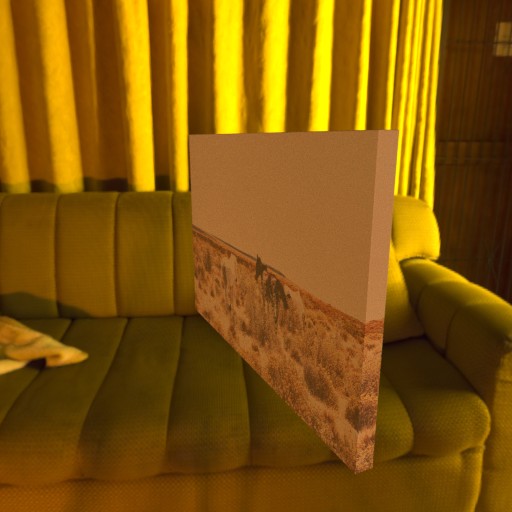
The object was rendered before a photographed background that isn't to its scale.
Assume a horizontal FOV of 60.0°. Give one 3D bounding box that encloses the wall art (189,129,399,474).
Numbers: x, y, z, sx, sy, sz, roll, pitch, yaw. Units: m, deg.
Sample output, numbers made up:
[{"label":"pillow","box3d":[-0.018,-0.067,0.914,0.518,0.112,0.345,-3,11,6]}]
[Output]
[{"label":"wall art","box3d":[0.000,0.000,1.424,0.051,0.761,1.138,-7,16,-25]}]
